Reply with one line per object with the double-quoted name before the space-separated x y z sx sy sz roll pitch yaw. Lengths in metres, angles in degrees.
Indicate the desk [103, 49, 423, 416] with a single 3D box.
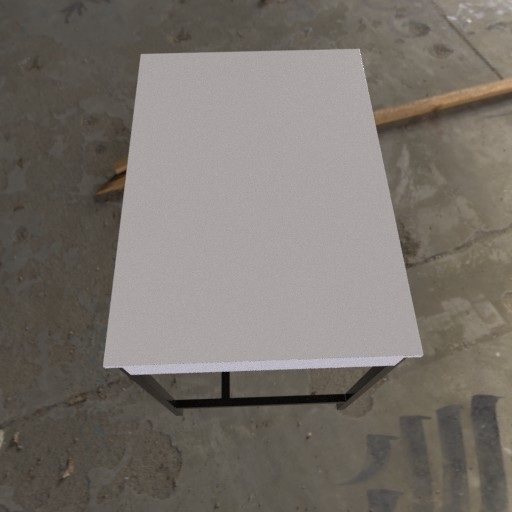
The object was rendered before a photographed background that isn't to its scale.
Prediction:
"desk" 0.000 0.000 1.316 0.573 0.766 0.811 -2 63 -1
